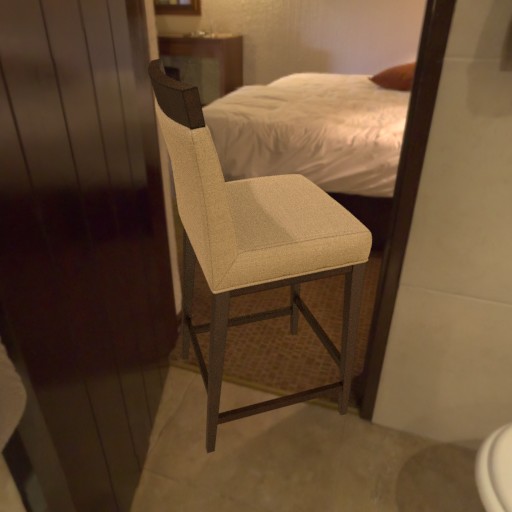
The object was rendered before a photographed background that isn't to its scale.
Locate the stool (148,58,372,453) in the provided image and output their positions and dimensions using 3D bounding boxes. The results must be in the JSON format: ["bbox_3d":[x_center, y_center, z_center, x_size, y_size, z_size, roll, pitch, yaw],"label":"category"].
[{"bbox_3d":[0.000,0.000,1.408,0.531,1.117,0.511,-9,31,-16],"label":"stool"}]
